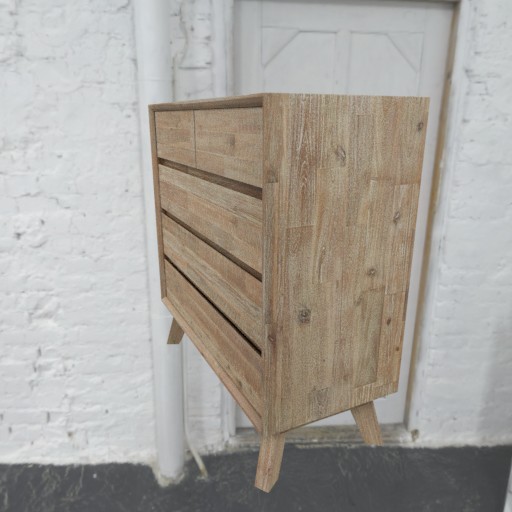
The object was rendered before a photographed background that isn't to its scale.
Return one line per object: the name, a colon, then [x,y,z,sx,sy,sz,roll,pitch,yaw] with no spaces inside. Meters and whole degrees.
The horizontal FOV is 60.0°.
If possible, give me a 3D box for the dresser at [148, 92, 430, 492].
dresser: [0.000,0.000,1.564,0.455,1.029,0.998,-8,19,-25]
